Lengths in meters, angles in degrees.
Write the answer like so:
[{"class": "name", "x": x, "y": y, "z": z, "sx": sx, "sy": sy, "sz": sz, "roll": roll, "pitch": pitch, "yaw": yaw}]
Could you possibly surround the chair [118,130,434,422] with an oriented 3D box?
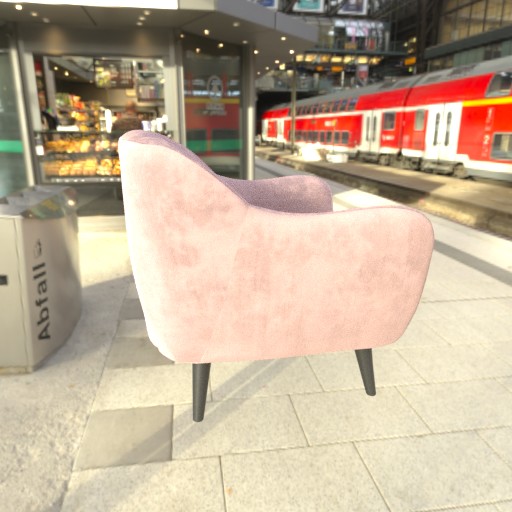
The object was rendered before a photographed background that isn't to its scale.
[{"class": "chair", "x": 0.000, "y": 0.000, "z": 1.496, "sx": 0.820, "sy": 0.820, "sz": 0.840, "roll": -3, "pitch": 16, "yaw": -11}]
